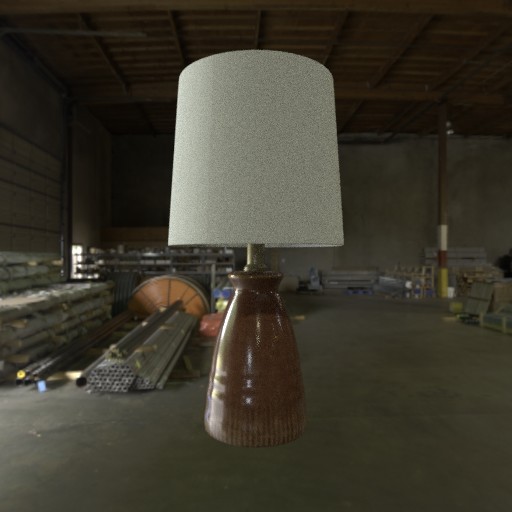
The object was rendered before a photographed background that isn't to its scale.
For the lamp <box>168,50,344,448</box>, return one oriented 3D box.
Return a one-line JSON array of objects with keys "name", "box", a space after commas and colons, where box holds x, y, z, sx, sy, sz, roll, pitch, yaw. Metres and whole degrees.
[{"name": "lamp", "box": [0.000, 0.000, 0.479, 0.186, 0.369, 0.186, 0, 0, 0]}]
